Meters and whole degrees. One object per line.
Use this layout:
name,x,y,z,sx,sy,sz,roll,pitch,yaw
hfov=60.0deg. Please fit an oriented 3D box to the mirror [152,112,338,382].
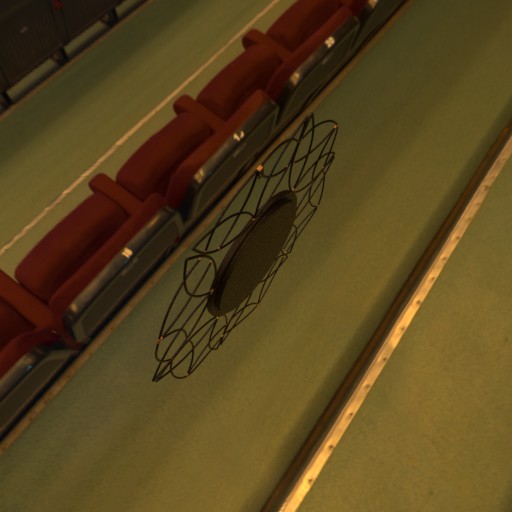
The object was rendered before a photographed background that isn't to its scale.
mirror,0.000,0.000,1.156,0.028,0.775,0.797,33,69,14
